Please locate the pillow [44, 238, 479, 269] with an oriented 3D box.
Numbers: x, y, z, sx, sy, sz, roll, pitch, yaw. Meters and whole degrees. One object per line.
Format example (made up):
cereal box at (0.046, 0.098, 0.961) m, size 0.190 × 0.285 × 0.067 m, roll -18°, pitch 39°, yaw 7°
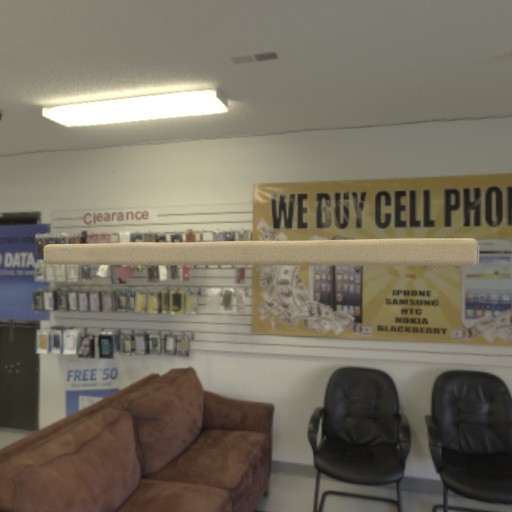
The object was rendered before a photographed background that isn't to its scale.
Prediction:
pillow at (0.000, 0.000, 1.330) m, size 1.187 × 0.081 × 0.492 m, roll 0°, pitch -1°, yaw 18°
